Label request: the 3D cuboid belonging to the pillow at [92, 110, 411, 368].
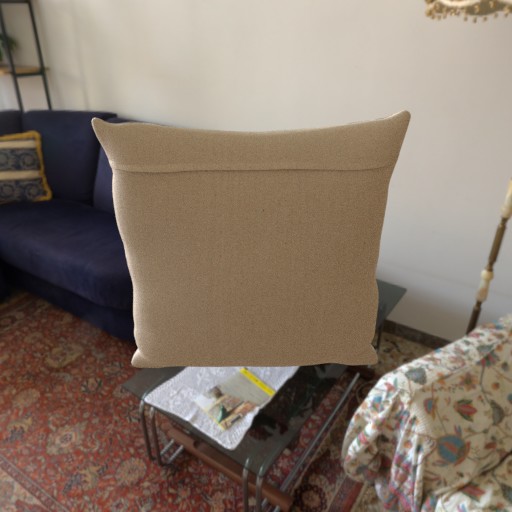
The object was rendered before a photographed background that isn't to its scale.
[{"bbox_3d":[0.000,0.000,0.698,0.440,0.441,0.182,-1,29,-2],"label":"pillow"}]
